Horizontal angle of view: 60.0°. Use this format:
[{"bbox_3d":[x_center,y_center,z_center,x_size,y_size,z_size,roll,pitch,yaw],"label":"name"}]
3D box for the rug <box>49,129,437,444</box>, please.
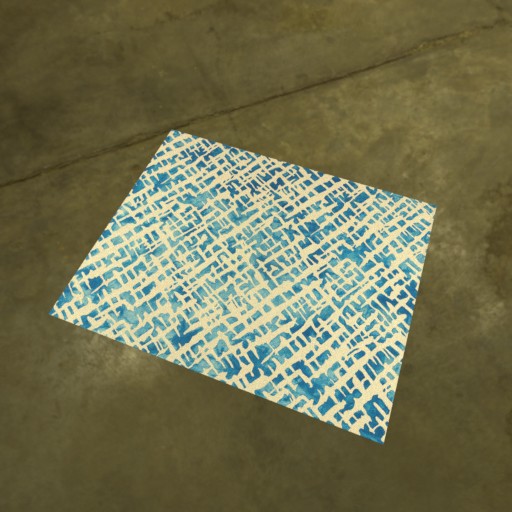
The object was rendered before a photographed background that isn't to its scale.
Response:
[{"bbox_3d":[0.000,0.000,4.211,3.007,0.007,2.435,19,61,11],"label":"rug"}]
